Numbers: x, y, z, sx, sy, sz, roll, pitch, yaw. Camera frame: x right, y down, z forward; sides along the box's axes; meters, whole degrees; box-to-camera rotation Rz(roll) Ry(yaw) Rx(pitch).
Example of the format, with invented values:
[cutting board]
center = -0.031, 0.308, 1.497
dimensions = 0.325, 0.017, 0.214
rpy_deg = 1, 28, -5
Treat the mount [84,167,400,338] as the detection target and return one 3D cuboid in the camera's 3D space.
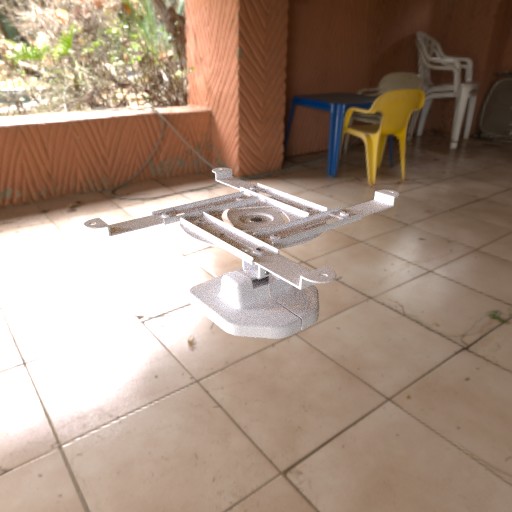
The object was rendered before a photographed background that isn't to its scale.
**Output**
[mount]
center = 0.000, 0.000, 0.601
dimensions = 0.394, 0.141, 0.394
rpy_deg = -19, 31, -34
